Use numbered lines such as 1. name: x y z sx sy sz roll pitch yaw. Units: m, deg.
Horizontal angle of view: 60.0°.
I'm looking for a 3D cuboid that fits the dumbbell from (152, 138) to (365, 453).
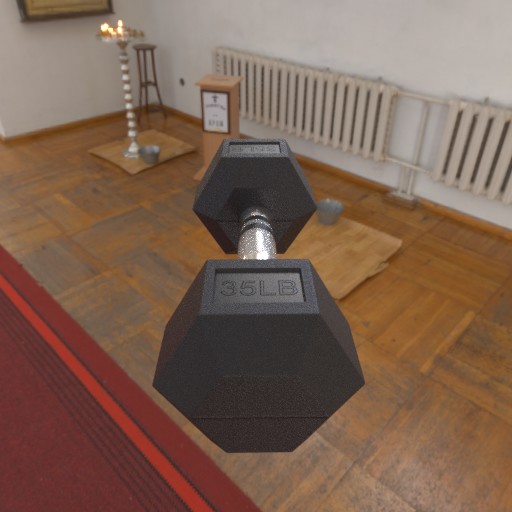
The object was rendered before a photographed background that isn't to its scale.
1. dumbbell: 0.000 0.000 0.420 0.141 0.123 0.356 0 34 -1
